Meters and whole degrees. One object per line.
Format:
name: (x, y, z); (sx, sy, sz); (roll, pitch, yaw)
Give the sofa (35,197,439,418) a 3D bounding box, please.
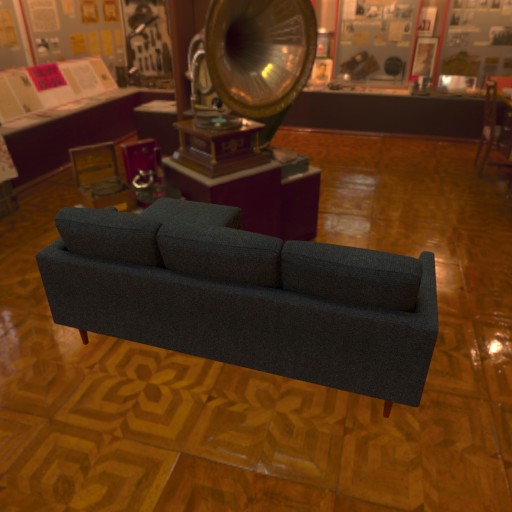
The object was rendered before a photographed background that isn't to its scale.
sofa: (0.000, 0.000, 2.999); (2.233, 0.956, 1.504); (9, 31, 15)
